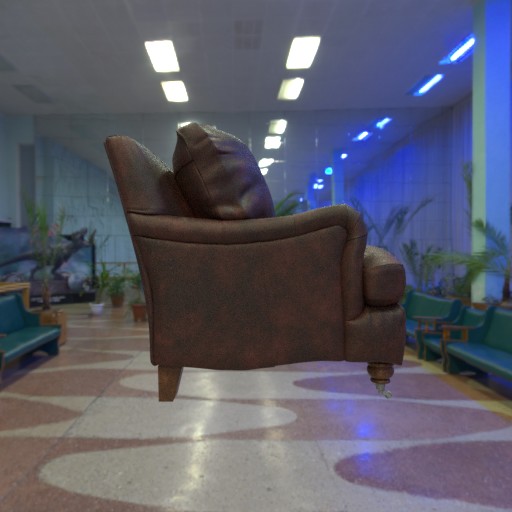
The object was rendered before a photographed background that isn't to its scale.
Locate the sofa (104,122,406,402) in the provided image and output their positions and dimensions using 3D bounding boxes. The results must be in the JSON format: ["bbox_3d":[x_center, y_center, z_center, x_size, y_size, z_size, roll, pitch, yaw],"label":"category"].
[{"bbox_3d":[0.000,0.000,2.394,1.148,1.070,1.628,0,1,0],"label":"sofa"}]
